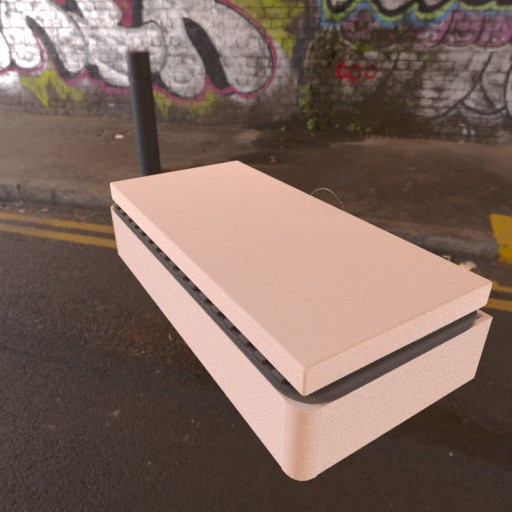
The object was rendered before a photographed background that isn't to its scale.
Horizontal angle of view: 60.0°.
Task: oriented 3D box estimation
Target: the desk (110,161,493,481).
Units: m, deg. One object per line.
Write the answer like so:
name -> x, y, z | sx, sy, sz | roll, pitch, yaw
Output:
desk -> 0.000, 0.000, 2.175 | 0.900, 0.526, 1.900 | -17, 32, -28
